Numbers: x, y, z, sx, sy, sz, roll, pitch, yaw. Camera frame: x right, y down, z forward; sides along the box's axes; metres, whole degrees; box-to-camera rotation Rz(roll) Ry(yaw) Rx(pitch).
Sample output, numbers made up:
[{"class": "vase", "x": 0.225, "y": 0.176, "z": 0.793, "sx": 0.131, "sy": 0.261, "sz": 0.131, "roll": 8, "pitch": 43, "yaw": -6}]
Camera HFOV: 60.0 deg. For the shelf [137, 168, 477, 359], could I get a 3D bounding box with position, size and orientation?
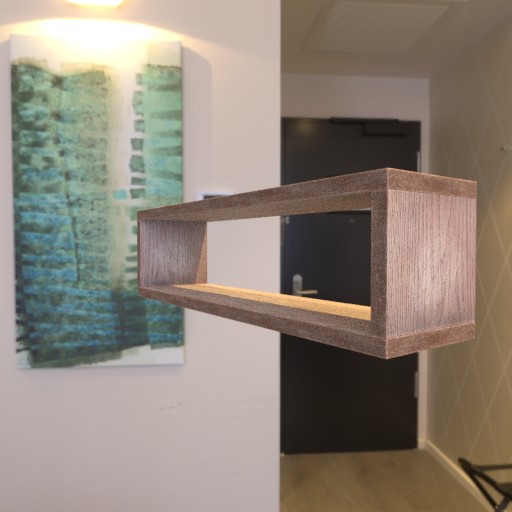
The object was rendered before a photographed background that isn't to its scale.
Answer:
[{"class": "shelf", "x": 0.000, "y": 0.000, "z": 0.685, "sx": 0.150, "sy": 0.170, "sz": 0.610, "roll": -1, "pitch": 2, "yaw": -36}]
